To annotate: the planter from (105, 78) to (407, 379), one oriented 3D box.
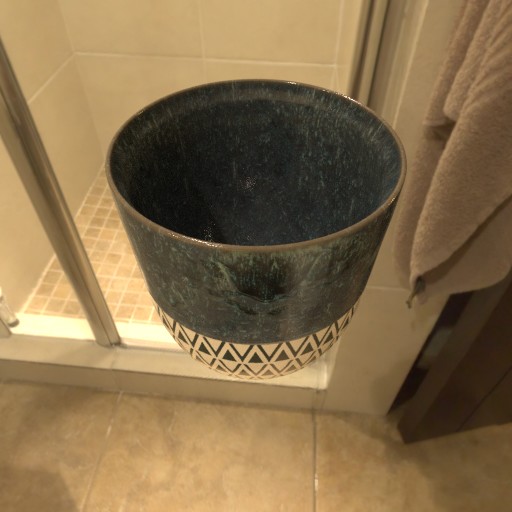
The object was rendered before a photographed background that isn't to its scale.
[{"bbox_3d":[0.000,0.000,0.370,0.195,0.214,0.195,0,46,0],"label":"planter"}]
